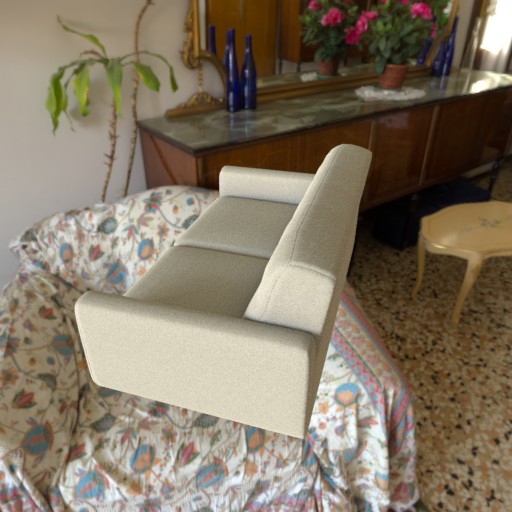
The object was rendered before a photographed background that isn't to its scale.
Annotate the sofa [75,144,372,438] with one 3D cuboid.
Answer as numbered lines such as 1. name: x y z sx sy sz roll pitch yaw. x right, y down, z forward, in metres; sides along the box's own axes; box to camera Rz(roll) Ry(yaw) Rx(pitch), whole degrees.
1. sofa: 0.000 0.000 2.315 0.980 0.892 1.655 9 32 15
